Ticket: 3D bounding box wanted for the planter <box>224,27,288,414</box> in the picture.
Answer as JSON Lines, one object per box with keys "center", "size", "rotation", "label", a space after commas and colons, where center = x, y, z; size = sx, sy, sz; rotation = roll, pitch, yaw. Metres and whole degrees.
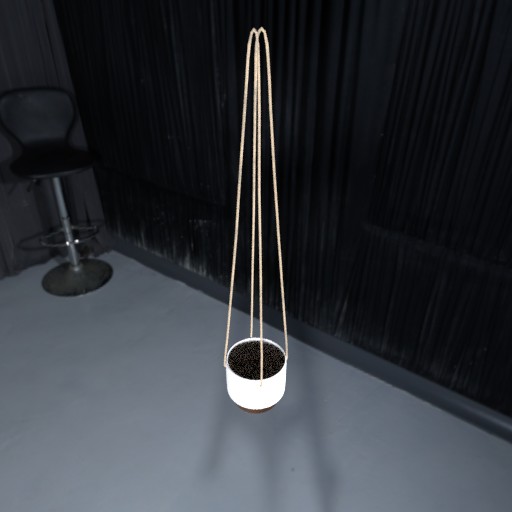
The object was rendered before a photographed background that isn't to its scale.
{"center": [0.000, 0.000, 0.915], "size": [0.146, 0.841, 0.146], "rotation": [21, 38, 30], "label": "planter"}
